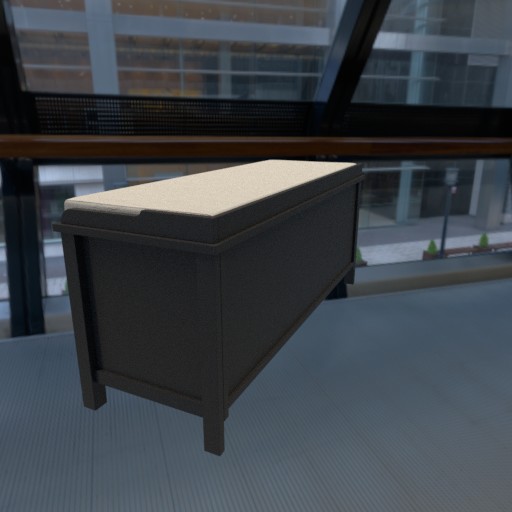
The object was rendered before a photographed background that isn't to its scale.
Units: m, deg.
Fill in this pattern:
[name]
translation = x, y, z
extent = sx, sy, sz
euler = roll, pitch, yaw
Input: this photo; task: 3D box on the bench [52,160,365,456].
[bench]
translation = 0.000, 0.000, 1.396
extent = 0.398, 0.501, 1.140
euler = 8, 19, 25
